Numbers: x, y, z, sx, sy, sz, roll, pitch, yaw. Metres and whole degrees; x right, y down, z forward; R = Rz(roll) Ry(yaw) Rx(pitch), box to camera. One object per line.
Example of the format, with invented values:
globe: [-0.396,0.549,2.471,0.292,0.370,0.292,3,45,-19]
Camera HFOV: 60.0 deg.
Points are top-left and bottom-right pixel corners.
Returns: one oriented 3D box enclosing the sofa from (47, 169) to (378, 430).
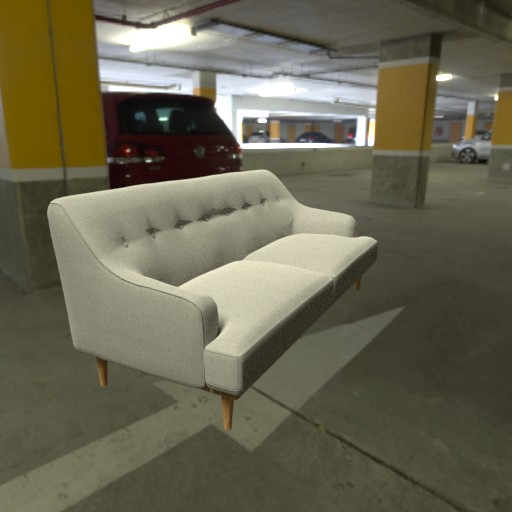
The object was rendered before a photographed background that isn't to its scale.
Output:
sofa: [0.000,0.000,2.601,0.978,0.871,2.057,8,17,27]
